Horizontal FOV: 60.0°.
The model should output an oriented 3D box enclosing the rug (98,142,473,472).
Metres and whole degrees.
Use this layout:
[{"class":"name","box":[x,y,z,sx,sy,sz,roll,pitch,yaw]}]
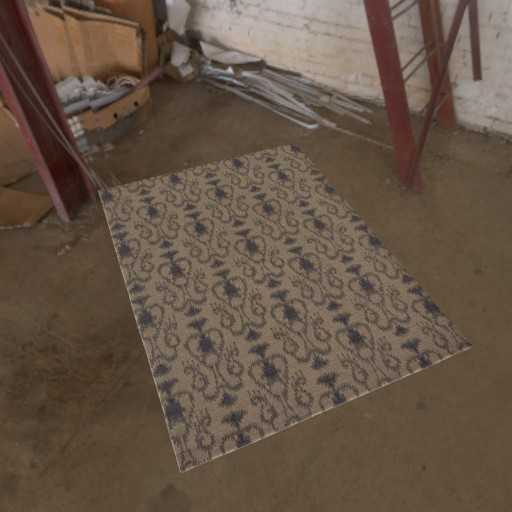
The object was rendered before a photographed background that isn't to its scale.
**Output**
[{"class":"rug","box":[0.000,0.000,4.233,2.437,0.015,3.205,-17,49,-16]}]
